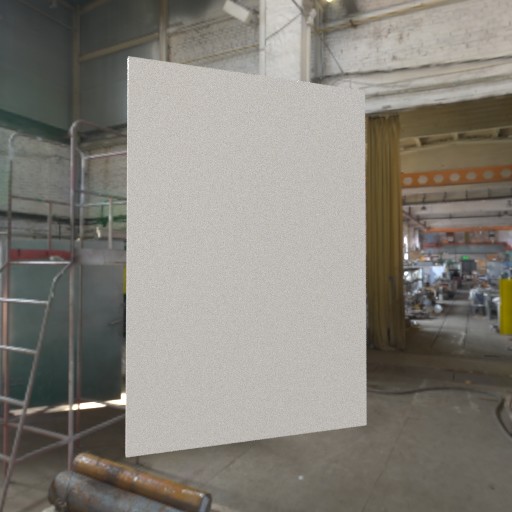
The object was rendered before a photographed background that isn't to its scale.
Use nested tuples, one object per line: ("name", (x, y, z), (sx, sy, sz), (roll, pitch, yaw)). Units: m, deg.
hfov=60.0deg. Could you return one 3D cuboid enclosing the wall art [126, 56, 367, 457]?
("wall art", (0.000, 0.000, 0.580), (0.325, 0.474, 0.010), (0, -1, -19))
